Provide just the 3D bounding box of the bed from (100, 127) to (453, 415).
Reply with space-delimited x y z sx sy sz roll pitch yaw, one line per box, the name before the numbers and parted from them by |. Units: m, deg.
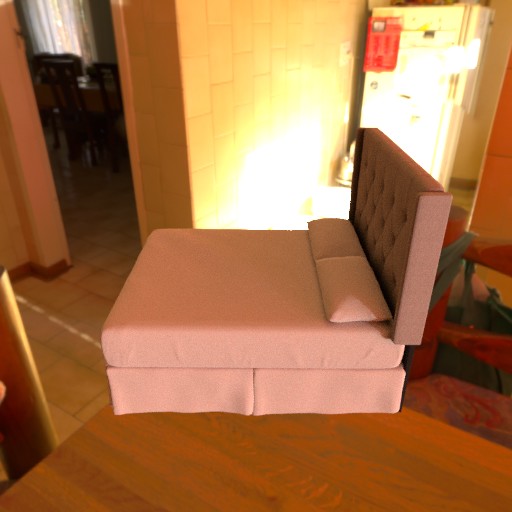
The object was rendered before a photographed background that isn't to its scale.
bed | 0.000 0.000 3.434 2.066 1.665 1.719 0 28 1
